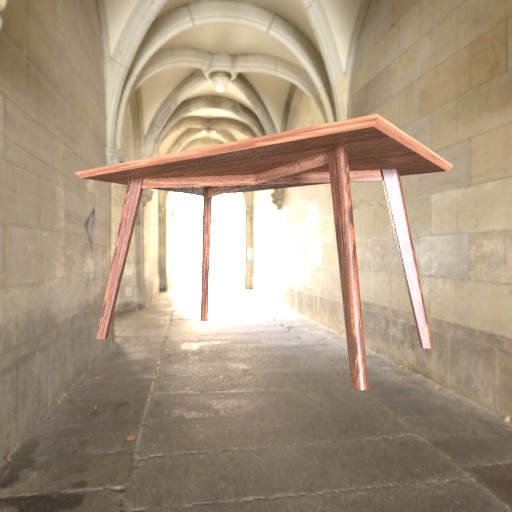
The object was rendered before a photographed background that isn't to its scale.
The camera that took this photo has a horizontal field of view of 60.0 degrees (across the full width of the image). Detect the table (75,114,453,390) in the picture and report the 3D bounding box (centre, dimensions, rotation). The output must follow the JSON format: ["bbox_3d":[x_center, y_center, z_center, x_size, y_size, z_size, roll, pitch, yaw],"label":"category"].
[{"bbox_3d":[0.000,0.000,1.838,1.349,0.724,0.801,0,0,36],"label":"table"}]
